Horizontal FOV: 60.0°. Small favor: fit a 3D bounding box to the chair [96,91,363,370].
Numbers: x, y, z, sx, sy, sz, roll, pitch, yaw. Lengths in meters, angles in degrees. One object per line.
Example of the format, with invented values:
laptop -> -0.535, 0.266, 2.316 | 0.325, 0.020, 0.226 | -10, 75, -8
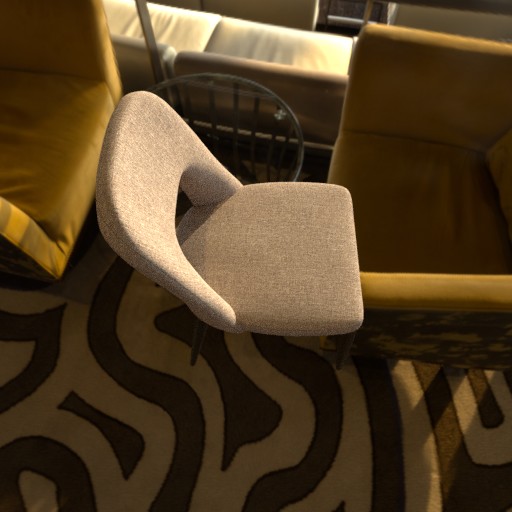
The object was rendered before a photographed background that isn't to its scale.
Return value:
chair -> 0.000, 0.000, 1.269 | 0.612, 0.931, 0.470 | 1, 62, 0
